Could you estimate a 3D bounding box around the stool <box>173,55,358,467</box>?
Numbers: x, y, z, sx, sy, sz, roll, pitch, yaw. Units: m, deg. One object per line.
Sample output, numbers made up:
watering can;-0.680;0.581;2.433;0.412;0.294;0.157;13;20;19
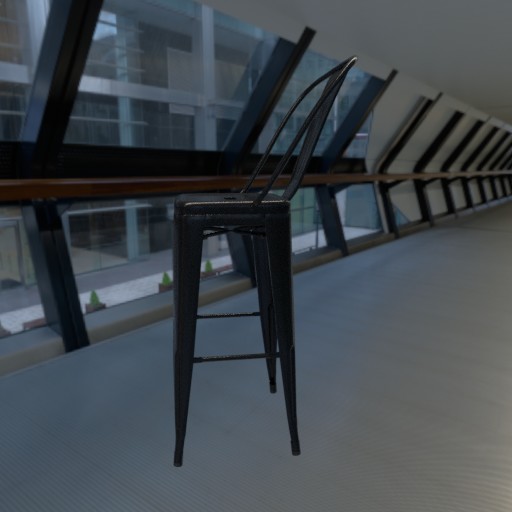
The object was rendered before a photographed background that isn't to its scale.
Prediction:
stool;0.000;0.000;1.316;0.513;1.096;0.399;-2;12;-8
